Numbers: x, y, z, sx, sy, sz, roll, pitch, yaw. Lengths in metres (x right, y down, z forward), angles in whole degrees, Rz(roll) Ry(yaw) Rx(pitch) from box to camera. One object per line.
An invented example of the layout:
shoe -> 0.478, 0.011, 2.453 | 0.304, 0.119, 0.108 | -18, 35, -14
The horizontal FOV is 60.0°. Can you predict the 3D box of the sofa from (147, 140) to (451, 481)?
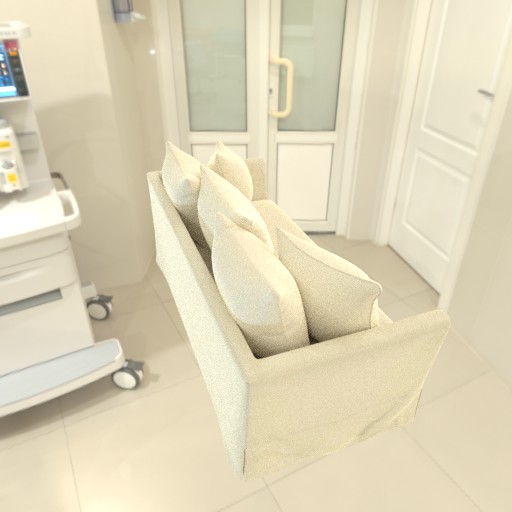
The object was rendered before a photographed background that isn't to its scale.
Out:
sofa -> 0.000, 0.000, 2.815 | 1.031, 1.034, 2.290 | -11, 33, -18
